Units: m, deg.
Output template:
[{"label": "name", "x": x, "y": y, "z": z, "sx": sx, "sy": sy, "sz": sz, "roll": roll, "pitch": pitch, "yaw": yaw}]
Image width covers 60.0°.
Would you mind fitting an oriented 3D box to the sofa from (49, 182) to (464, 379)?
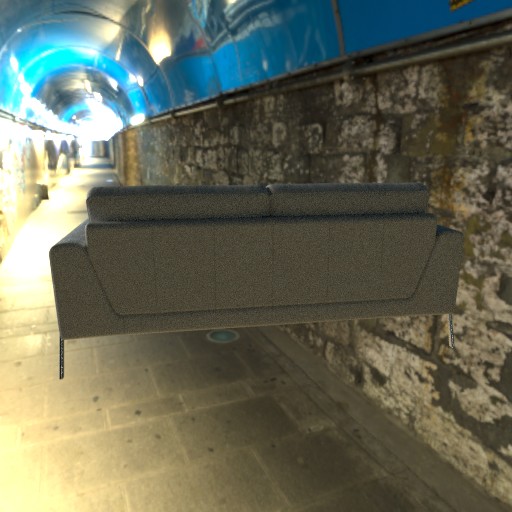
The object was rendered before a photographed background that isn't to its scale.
[{"label": "sofa", "x": 0.000, "y": 0.000, "z": 2.568, "sx": 2.017, "sy": 0.875, "sz": 0.953, "roll": -2, "pitch": 14, "yaw": -9}]
